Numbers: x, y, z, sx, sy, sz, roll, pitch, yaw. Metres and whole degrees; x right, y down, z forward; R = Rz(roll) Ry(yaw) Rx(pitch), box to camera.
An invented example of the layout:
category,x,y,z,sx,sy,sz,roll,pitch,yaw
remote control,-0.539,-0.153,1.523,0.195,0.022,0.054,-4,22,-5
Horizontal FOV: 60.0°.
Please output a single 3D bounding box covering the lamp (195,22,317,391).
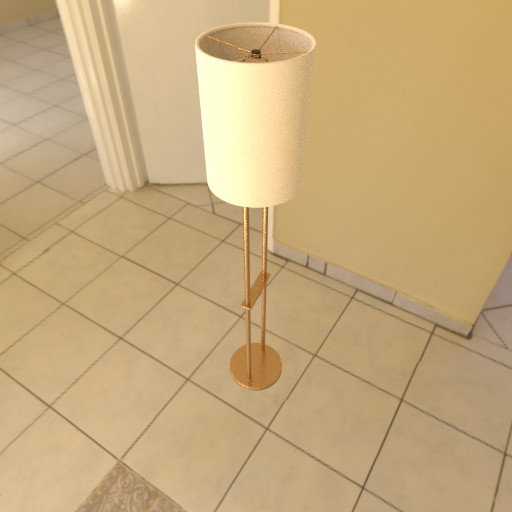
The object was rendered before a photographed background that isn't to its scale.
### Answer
category,x,y,z,sx,sy,sz,roll,pitch,yaw
lamp,0.000,0.000,1.634,0.305,1.500,0.306,17,46,17
